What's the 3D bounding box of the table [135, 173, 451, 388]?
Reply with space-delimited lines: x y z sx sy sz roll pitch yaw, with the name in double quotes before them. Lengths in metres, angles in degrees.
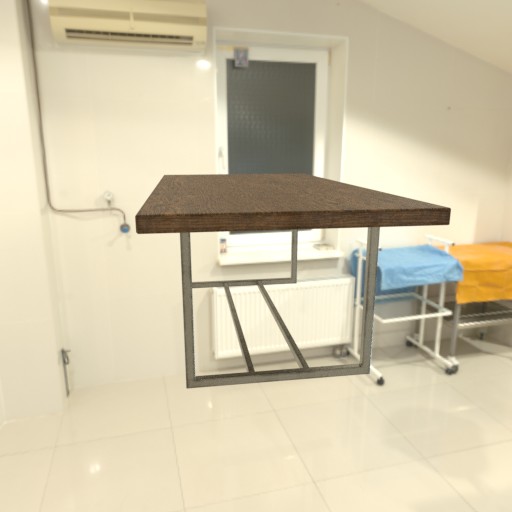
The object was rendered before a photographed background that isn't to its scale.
"table" 0.000 0.000 2.519 1.078 0.795 1.989 -2 14 -9
